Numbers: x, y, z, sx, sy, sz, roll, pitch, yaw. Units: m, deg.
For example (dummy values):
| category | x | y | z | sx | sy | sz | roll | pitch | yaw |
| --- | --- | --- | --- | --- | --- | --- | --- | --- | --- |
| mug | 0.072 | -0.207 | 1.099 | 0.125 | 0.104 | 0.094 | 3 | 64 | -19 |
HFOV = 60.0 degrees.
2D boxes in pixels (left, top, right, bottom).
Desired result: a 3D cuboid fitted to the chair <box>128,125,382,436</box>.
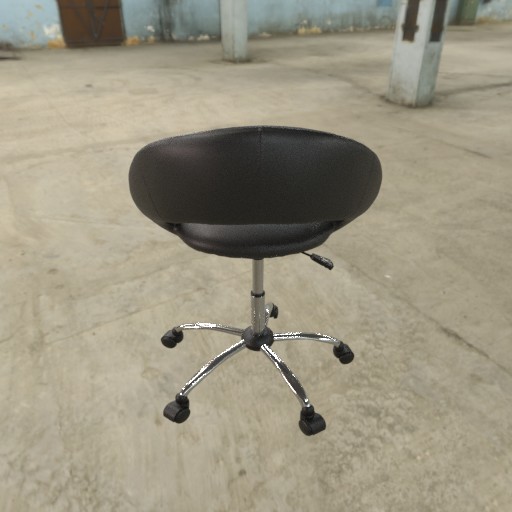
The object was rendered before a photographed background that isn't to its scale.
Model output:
| category | x | y | z | sx | sy | sz | roll | pitch | yaw |
| --- | --- | --- | --- | --- | --- | --- | --- | --- | --- |
| chair | 0.000 | 0.000 | 1.173 | 0.612 | 0.791 | 0.538 | -1 | 30 | -2 |
